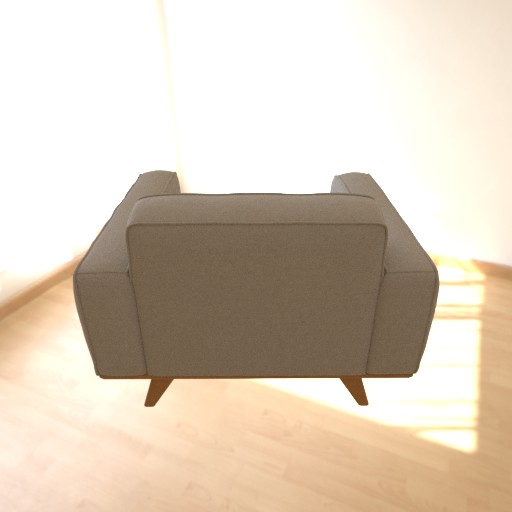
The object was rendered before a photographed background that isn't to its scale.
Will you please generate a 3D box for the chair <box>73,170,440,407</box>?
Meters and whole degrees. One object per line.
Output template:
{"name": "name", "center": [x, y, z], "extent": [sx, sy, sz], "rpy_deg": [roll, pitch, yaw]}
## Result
{"name": "chair", "center": [0.000, 0.000, 1.761], "extent": [1.115, 0.779, 0.953], "rpy_deg": [0, 29, 0]}
